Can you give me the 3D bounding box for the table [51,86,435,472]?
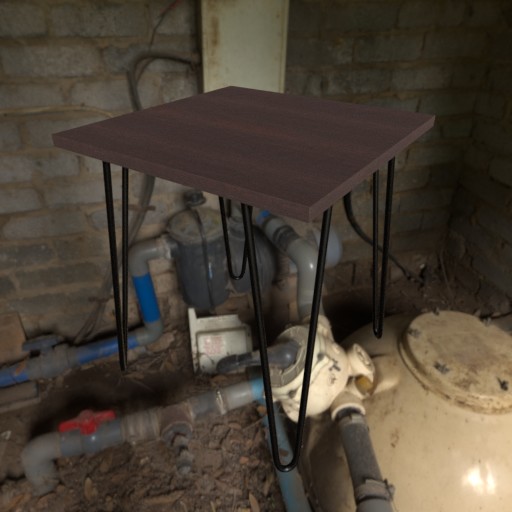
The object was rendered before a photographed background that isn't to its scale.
[{"bbox_3d":[0.000,0.000,0.946,0.495,0.559,0.495,20,37,29],"label":"table"}]
